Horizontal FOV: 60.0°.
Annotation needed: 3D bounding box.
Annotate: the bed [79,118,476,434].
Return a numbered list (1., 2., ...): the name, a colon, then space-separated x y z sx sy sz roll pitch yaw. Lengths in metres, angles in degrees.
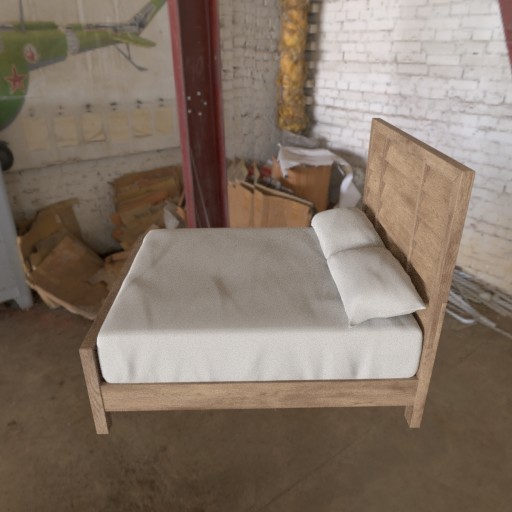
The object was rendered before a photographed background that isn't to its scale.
1. bed: 0.000 0.000 3.121 2.017 1.631 1.615 -1 26 -1
